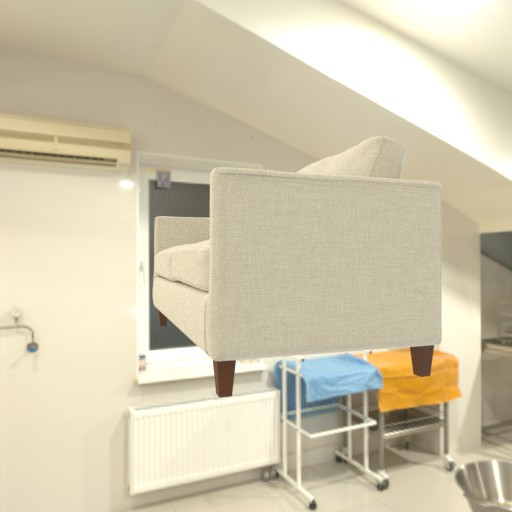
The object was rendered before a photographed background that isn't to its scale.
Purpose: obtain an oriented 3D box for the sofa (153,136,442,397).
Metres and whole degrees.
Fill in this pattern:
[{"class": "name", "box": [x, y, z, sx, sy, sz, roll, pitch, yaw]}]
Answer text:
[{"class": "sofa", "box": [0.000, 0.000, 2.442, 0.950, 0.963, 1.838, 0, -1, -19]}]
